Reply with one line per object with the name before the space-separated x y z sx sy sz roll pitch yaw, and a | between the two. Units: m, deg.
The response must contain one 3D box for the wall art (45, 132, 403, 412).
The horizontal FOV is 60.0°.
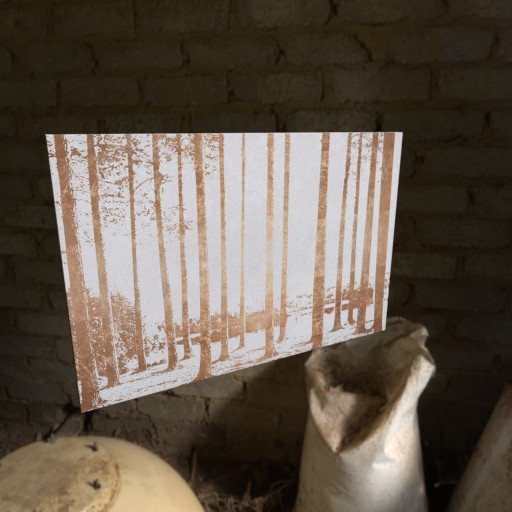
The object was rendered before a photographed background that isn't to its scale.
wall art | 0.000 0.000 1.140 0.914 0.609 0.035 -8 18 -27
